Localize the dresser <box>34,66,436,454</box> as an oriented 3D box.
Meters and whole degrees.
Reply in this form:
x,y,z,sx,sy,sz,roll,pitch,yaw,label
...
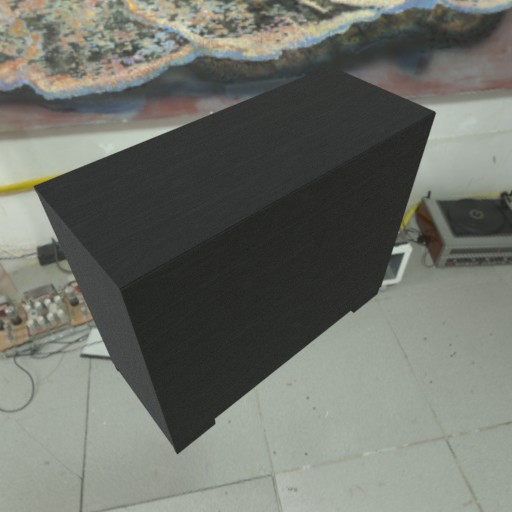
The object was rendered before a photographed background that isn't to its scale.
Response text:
x,y,z,sx,sy,sz,roll,pitch,yaw,label
0.000,0.000,1.423,0.994,0.816,0.404,-32,54,-27,dresser
